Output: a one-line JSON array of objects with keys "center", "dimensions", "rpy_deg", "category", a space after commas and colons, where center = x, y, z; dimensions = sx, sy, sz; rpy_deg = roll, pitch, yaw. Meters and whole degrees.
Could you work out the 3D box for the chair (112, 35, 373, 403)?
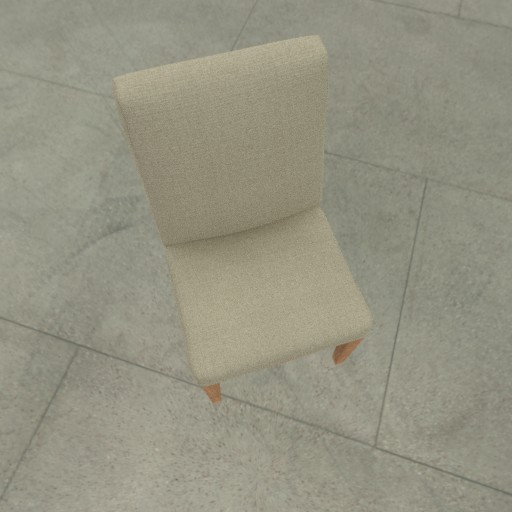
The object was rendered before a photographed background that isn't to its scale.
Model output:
[{"center": [0.000, 0.000, 1.245], "dimensions": [0.507, 0.911, 0.586], "rpy_deg": [-15, 65, -8], "category": "chair"}]
